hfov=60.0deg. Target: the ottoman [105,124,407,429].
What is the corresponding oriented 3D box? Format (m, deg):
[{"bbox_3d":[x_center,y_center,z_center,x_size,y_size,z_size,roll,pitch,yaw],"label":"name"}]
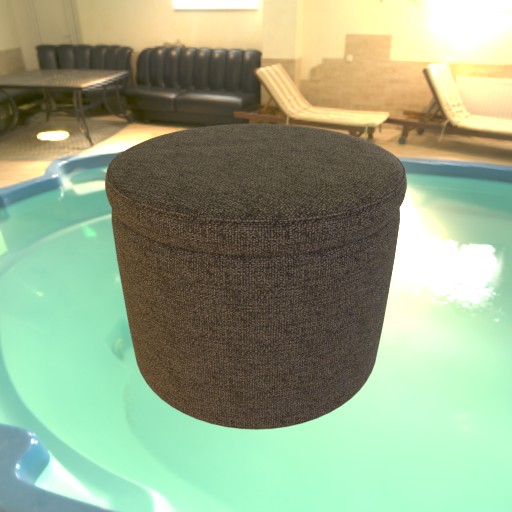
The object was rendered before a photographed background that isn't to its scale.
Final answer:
[{"bbox_3d":[0.000,0.000,0.878,0.520,0.430,0.520,0,29,0],"label":"ottoman"}]
